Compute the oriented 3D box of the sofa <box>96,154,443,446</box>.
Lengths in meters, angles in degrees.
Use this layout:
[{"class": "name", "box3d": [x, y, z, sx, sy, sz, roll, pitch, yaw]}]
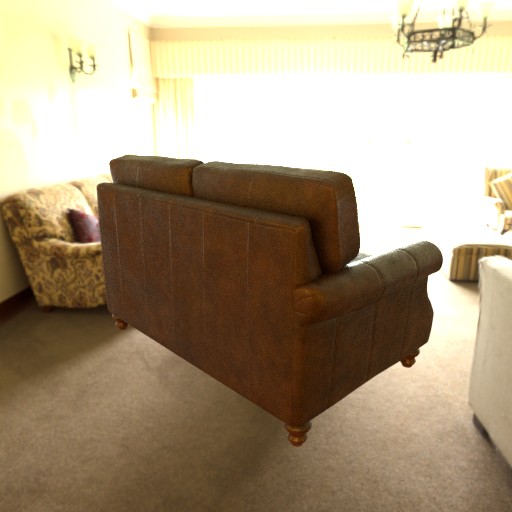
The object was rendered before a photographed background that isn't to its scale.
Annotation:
[{"class": "sofa", "box3d": [0.000, 0.000, 2.231, 0.990, 0.976, 1.616, -15, 21, -41]}]
